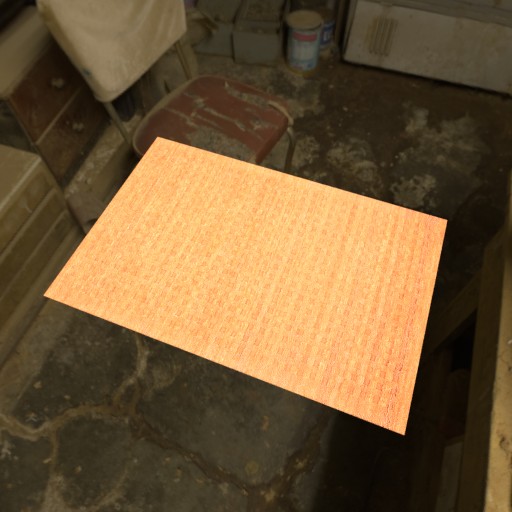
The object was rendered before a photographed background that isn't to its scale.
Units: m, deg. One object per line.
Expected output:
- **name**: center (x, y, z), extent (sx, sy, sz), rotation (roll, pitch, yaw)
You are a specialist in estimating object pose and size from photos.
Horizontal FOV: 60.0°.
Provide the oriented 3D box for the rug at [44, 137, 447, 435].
- **rug**: center (0.000, 0.000, 2.957), extent (2.285, 0.006, 1.524), rotation (18, 60, 11)
